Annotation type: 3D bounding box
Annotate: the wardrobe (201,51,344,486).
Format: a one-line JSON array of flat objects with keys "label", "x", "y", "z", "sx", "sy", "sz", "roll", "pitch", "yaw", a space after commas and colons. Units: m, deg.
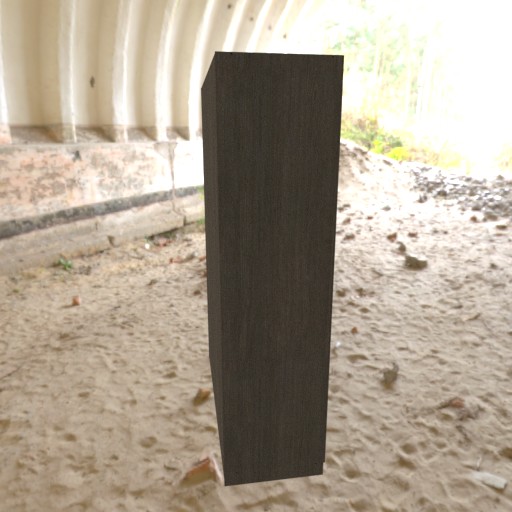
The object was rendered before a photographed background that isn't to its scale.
[{"label": "wardrobe", "x": 0.000, "y": 0.000, "z": 2.518, "sx": 0.510, "sy": 1.910, "sz": 1.290, "roll": -2, "pitch": 15, "yaw": -9}]
